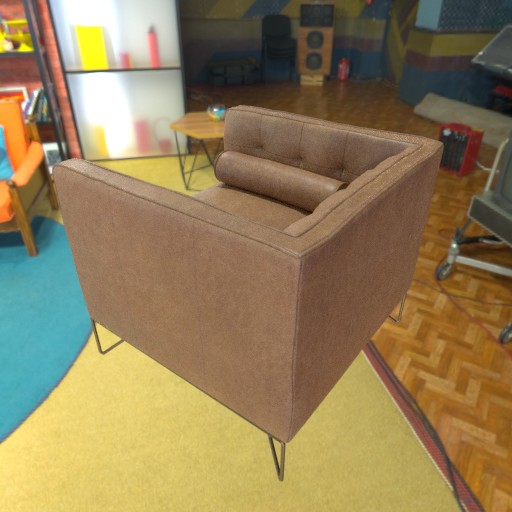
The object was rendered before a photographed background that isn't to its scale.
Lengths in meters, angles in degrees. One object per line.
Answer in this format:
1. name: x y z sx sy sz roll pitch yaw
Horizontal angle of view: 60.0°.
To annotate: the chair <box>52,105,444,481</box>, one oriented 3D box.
1. chair: 0.000 0.000 1.602 0.912 0.797 0.920 22 39 31
